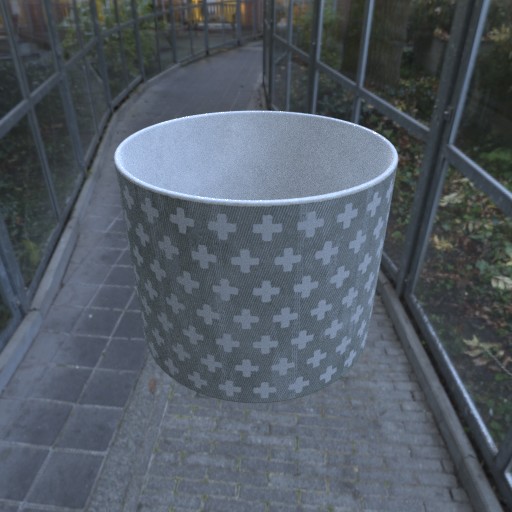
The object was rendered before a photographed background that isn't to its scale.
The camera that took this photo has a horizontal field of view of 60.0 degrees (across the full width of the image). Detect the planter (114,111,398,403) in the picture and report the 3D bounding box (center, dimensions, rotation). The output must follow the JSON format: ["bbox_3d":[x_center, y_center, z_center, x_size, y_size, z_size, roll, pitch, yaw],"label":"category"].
[{"bbox_3d":[0.000,0.000,0.466,0.250,0.239,0.250,0,32,0],"label":"planter"}]
